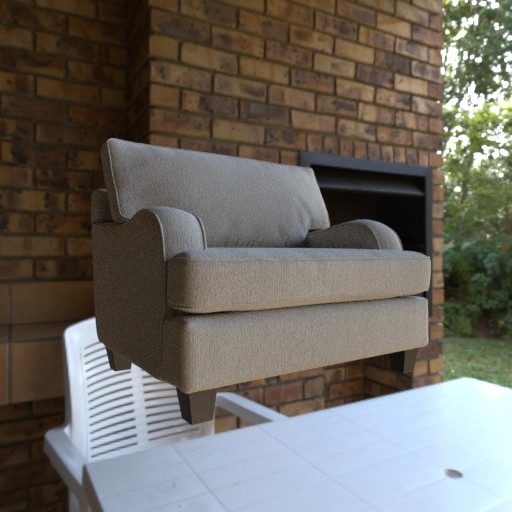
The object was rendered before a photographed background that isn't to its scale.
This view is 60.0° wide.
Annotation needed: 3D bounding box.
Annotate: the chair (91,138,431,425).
[{"bbox_3d":[0.000,0.000,2.006,1.220,1.016,1.041,0,0,-35],"label":"chair"}]
